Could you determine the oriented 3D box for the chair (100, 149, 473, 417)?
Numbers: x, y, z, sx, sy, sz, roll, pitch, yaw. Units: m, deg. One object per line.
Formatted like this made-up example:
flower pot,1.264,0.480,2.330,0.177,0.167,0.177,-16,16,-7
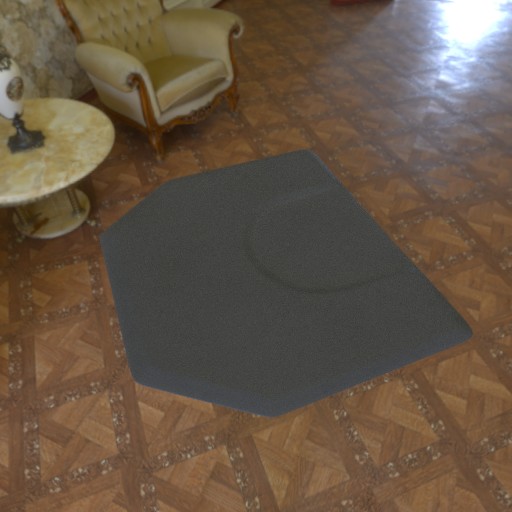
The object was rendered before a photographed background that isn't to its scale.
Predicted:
chair,0.000,0.000,1.911,1.219,0.024,1.372,-16,48,-15
